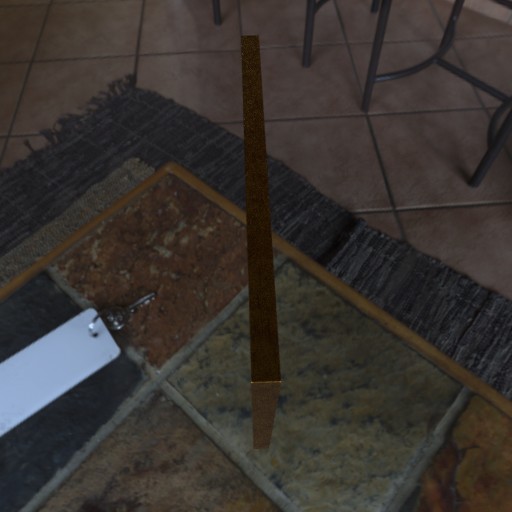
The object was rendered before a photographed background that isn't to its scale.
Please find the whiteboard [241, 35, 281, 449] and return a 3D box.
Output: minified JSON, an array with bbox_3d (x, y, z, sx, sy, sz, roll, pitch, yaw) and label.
[{"bbox_3d":[0.000,0.000,0.771,0.029,0.457,0.561,-2,59,-1],"label":"whiteboard"}]
